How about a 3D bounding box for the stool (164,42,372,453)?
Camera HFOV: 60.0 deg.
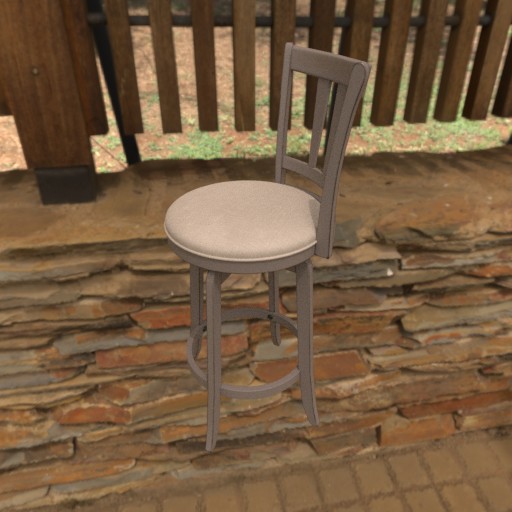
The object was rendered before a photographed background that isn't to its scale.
[{"bbox_3d":[0.000,0.000,1.221,0.475,1.023,0.436,-8,31,-13],"label":"stool"}]
